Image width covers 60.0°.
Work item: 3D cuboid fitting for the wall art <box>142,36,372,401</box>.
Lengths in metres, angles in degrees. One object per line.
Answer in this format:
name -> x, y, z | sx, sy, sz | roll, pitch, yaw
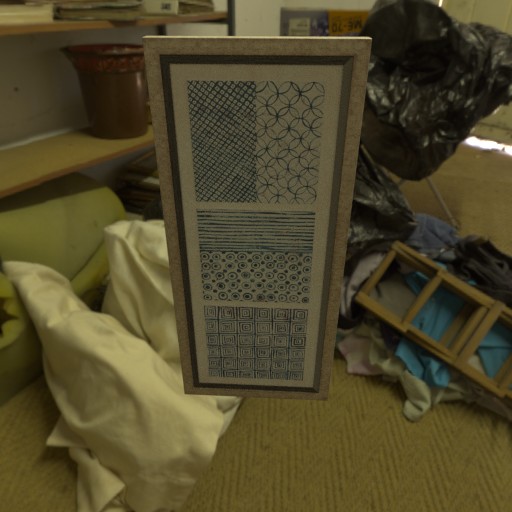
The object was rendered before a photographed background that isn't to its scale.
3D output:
wall art -> 0.000, 0.000, 1.644 | 0.648, 1.461, 0.051 | 2, 31, 3
